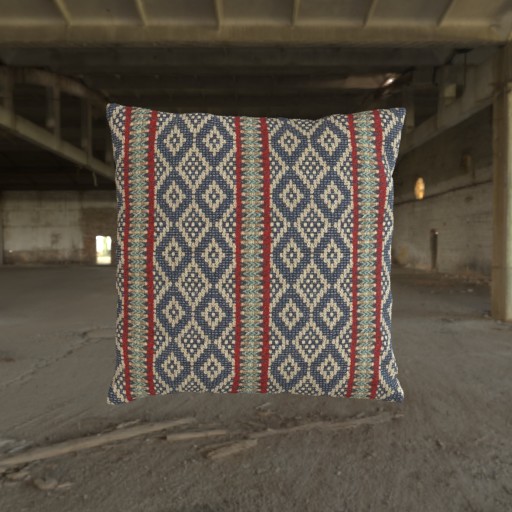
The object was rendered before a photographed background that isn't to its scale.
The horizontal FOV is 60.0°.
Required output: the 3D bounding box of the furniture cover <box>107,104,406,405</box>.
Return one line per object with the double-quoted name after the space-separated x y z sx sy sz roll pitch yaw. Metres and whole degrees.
0.000 0.000 0.641 0.431 0.431 0.139 0 2 -1 "furniture cover"
